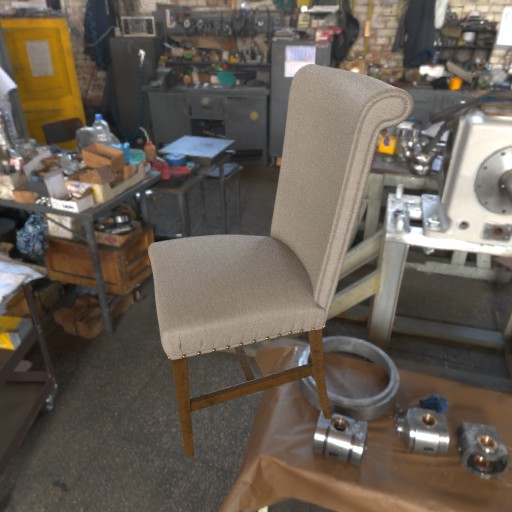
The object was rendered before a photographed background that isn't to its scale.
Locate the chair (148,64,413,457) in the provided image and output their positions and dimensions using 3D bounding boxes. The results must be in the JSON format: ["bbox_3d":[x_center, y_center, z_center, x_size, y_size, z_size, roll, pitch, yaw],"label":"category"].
[{"bbox_3d":[0.000,0.000,1.310,0.608,0.988,0.513,-8,30,-14],"label":"chair"}]
